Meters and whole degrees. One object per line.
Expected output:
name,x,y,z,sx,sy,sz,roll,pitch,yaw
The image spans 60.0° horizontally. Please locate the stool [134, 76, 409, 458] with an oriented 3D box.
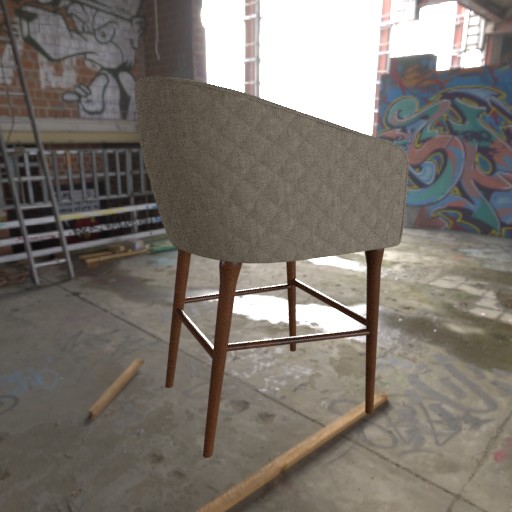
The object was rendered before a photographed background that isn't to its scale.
stool,0.000,0.000,1.316,0.635,0.952,0.559,-7,17,-25
